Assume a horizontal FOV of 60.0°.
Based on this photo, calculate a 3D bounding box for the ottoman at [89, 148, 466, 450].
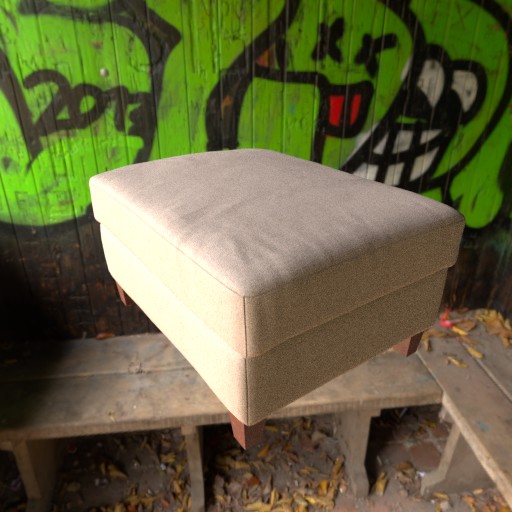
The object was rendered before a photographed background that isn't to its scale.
[{"bbox_3d":[0.000,0.000,1.327,0.692,0.511,0.902,-17,31,-31],"label":"ottoman"}]
